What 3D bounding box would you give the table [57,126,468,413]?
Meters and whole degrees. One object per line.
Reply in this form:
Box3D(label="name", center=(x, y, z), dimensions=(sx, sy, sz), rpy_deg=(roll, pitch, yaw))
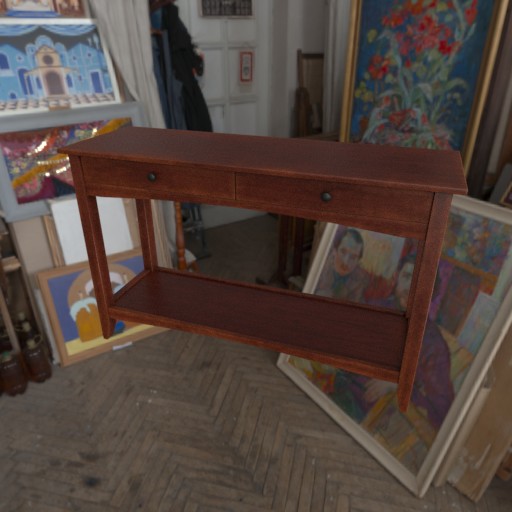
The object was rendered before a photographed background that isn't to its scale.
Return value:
Box3D(label="table", center=(0.000, 0.000, 1.540), dimensions=(1.188, 0.739, 0.392), rpy_deg=(9, 28, 17))
